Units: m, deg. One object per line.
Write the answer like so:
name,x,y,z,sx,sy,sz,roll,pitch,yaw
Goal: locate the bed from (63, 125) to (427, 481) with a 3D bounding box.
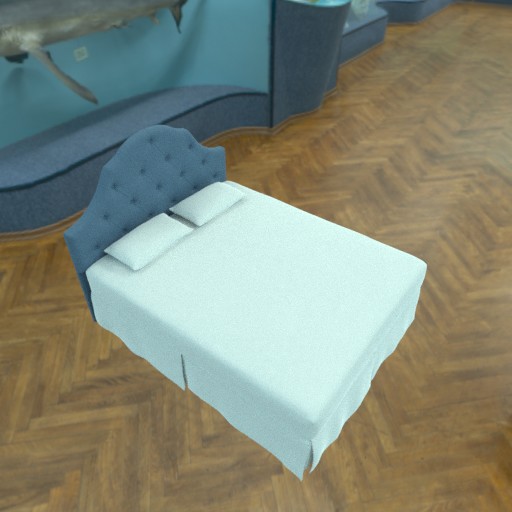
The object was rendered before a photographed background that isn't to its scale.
bed,0.000,0.000,3.789,2.477,1.617,2.039,26,47,28
